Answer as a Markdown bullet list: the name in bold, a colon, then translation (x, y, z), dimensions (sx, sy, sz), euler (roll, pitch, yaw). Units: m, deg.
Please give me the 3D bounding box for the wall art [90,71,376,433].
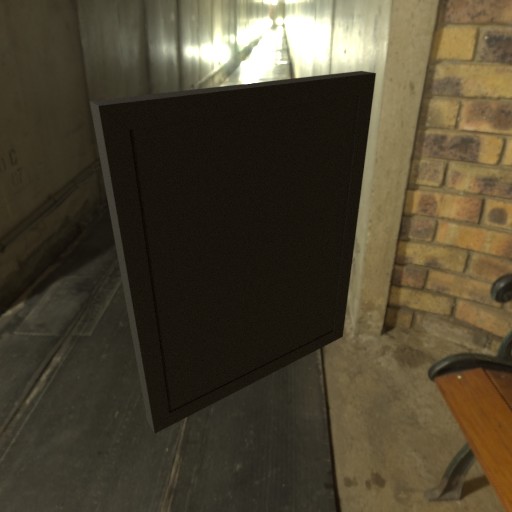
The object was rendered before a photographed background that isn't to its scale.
- **wall art**: translation (0.000, 0.000, 0.766), dimensions (0.457, 0.559, 0.033), euler (-19, 35, -30)
